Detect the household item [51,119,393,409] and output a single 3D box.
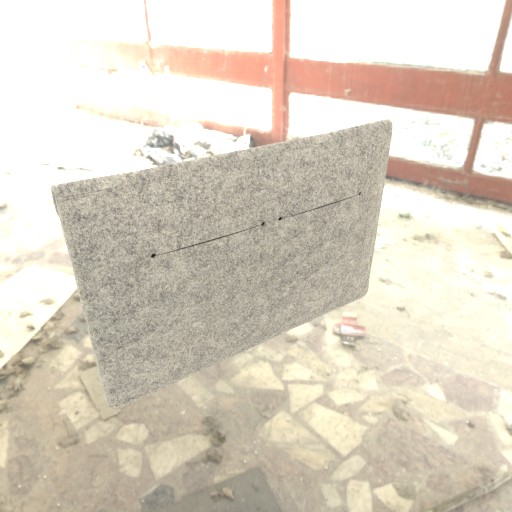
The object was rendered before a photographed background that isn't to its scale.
[{"bbox_3d":[0.000,0.000,0.438,0.335,0.221,0.057,-19,36,-28],"label":"household item"}]
